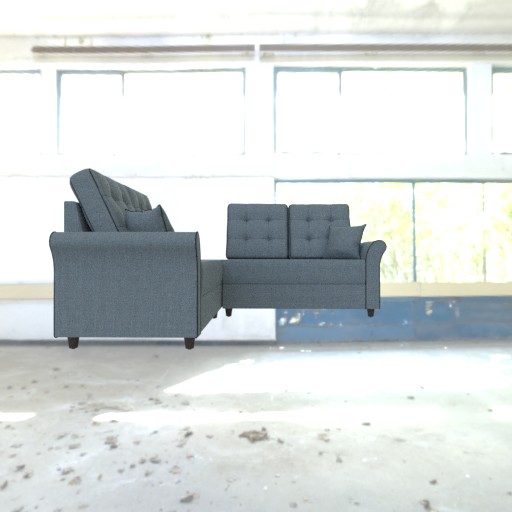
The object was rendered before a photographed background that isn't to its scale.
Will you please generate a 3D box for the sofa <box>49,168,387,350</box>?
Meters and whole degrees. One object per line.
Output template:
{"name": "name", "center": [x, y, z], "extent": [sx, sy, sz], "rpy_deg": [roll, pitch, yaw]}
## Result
{"name": "sofa", "center": [0.000, 0.000, 3.266], "extent": [2.070, 0.988, 2.068], "rpy_deg": [0, 0, 1]}
